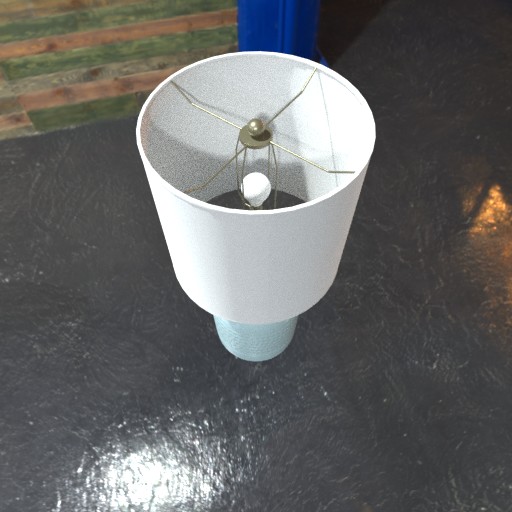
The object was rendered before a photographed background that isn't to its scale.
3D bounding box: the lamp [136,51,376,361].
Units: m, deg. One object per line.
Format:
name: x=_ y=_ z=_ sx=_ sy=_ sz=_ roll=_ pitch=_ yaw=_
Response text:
lamp: x=0.000 y=0.000 z=1.145 sx=0.418 sy=0.871 sz=0.418 roll=-13 pitch=58 yaw=-8
